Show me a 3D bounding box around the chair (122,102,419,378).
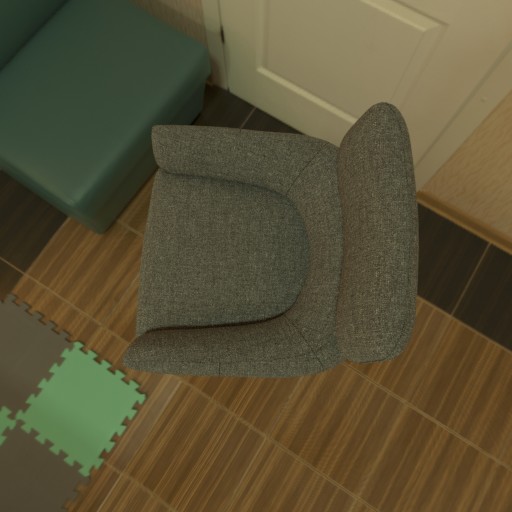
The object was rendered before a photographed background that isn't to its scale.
[{"bbox_3d":[0.000,0.000,1.323,0.715,0.812,0.706,3,76,1],"label":"chair"}]
